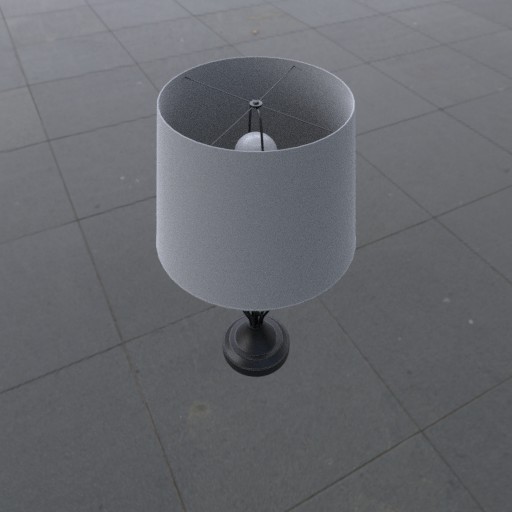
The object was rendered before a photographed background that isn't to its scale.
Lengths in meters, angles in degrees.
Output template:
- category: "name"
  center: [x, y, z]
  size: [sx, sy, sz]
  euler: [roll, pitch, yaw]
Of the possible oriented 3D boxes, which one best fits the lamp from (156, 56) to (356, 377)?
- category: "lamp"
  center: [0.000, 0.000, 0.785]
  size: [0.331, 0.594, 0.331]
  euler: [0, 46, 0]
